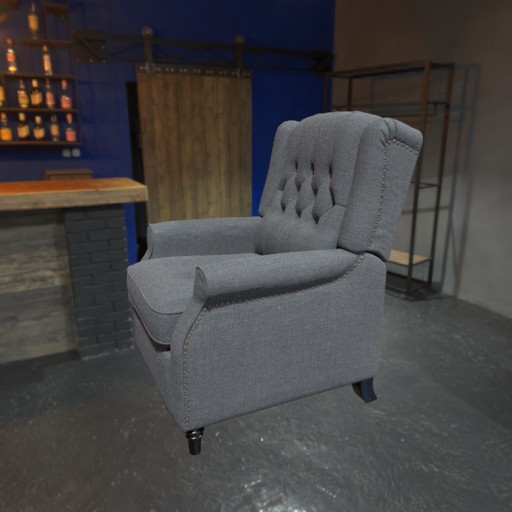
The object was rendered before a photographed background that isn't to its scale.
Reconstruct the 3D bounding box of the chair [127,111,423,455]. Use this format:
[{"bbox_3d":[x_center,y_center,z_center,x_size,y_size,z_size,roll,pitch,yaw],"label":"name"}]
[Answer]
[{"bbox_3d":[0.000,0.000,1.653,0.898,1.035,0.742,-7,18,-24],"label":"chair"}]
